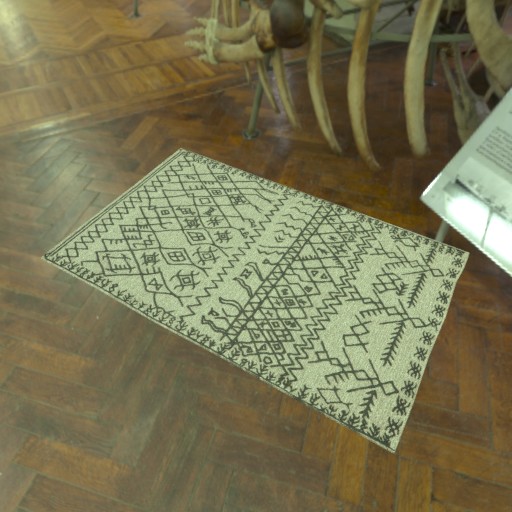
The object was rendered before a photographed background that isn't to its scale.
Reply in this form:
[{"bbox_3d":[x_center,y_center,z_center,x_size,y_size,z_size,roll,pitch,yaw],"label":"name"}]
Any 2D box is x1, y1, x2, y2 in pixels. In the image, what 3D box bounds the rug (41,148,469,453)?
[{"bbox_3d":[0.000,0.000,4.653,3.824,0.019,2.393,24,51,21],"label":"rug"}]
